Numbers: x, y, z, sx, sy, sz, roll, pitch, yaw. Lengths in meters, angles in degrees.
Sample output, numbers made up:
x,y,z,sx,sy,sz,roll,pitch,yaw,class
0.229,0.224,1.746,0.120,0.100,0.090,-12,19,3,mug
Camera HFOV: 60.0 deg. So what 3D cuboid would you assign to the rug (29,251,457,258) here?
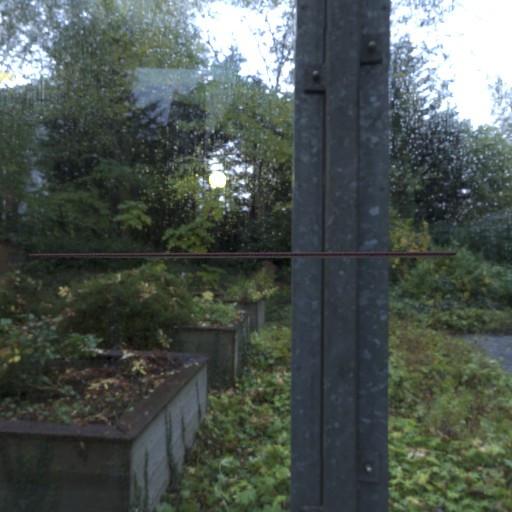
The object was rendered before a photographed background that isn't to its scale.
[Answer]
x,y,z,sx,sy,sz,roll,pitch,yaw,class
0.000,0.000,5.871,4.578,0.033,3.033,0,-1,19,rug
